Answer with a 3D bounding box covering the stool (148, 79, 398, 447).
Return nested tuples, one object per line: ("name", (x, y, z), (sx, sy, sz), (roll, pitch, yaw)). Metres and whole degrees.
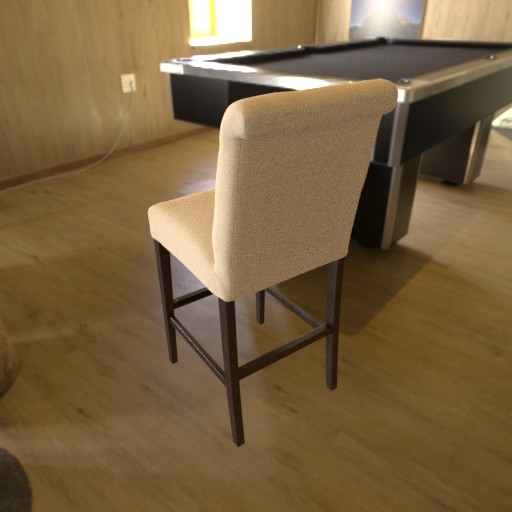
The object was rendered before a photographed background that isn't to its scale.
("stool", (0.000, 0.000, 1.451), (0.482, 1.118, 0.610), (-20, 35, -30))
